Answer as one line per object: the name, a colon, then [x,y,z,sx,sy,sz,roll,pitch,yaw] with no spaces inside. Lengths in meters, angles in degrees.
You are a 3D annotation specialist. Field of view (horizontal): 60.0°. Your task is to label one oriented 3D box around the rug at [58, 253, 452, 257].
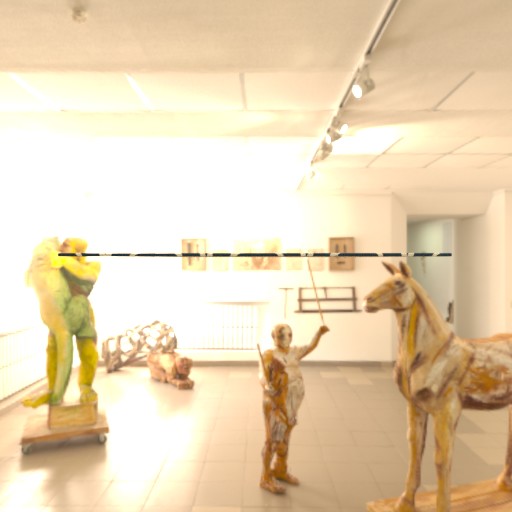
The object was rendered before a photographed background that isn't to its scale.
rug: [0.000,0.000,2.154,1.143,0.010,1.753,0,0,0]
